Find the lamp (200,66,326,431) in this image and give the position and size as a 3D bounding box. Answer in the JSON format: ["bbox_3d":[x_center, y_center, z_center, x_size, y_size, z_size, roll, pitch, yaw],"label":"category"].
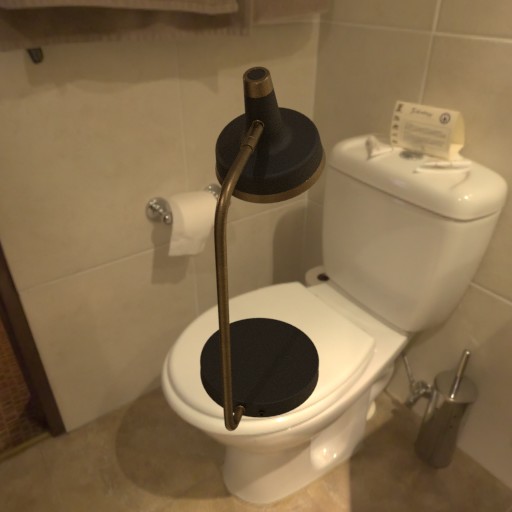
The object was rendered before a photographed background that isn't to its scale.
[{"bbox_3d":[0.000,0.000,0.492,0.162,0.385,0.218,9,33,14],"label":"lamp"}]
